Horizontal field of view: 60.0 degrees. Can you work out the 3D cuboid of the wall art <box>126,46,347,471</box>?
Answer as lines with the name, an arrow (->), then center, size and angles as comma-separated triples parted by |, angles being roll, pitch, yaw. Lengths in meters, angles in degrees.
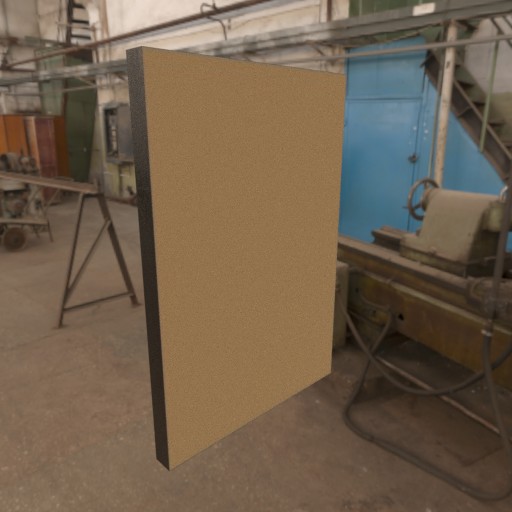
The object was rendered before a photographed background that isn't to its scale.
wall art -> 0.000, 0.000, 0.572 | 0.313, 0.457, 0.031 | -15, 22, -42
